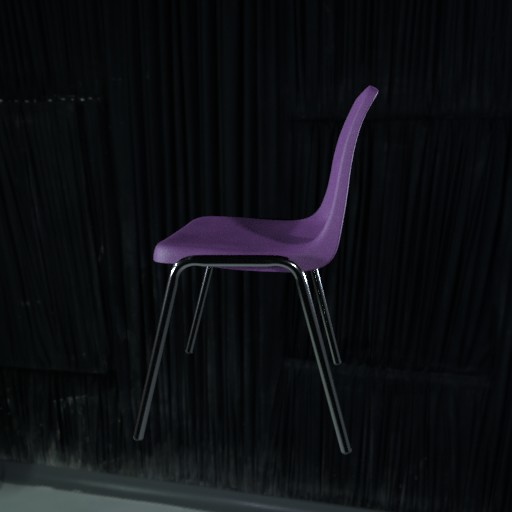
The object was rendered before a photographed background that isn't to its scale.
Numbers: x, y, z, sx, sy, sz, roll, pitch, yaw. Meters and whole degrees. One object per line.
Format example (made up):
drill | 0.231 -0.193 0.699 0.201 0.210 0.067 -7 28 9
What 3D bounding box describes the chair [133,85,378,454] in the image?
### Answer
chair | 0.000 0.000 0.923 0.432 0.654 0.381 2 15 7
